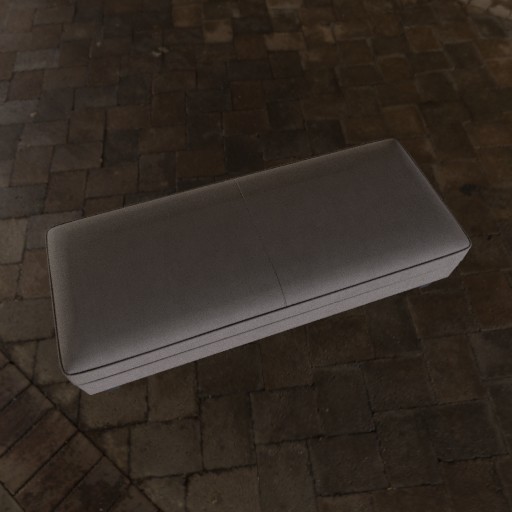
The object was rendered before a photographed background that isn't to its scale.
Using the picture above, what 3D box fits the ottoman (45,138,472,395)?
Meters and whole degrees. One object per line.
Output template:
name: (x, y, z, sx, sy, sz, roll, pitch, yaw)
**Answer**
ottoman: (0.000, 0.000, 2.077, 1.764, 0.470, 0.751, -17, 60, -10)
